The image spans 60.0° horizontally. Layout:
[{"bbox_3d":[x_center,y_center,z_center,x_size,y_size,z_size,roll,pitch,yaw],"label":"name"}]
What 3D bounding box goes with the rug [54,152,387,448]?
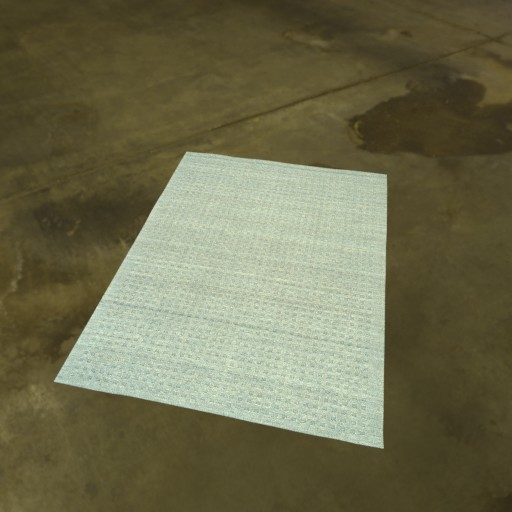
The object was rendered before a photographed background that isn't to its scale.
[{"bbox_3d":[0.000,0.000,4.245,2.443,0.007,3.200,9,47,8],"label":"rug"}]
